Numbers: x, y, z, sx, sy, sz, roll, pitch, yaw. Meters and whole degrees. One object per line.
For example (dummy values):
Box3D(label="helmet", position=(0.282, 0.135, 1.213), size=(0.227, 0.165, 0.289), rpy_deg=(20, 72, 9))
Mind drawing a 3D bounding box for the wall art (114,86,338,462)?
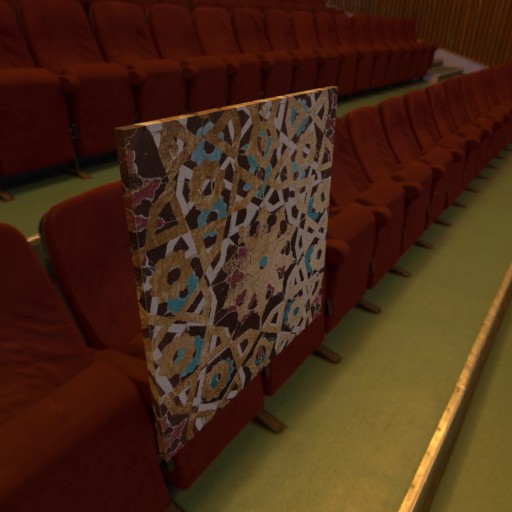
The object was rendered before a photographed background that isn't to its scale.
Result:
Box3D(label="wall art", position=(0.000, 0.000, 1.149), size=(0.028, 0.762, 0.757), rpy_deg=(18, 32, 31))
